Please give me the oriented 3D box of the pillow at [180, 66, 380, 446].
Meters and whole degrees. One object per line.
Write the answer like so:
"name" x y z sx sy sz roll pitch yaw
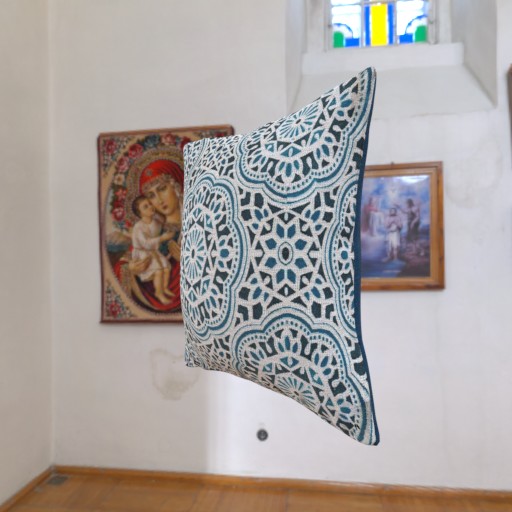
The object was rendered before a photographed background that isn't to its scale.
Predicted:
"pillow" 0.000 0.000 0.659 0.145 0.420 0.440 -1 1 -37
